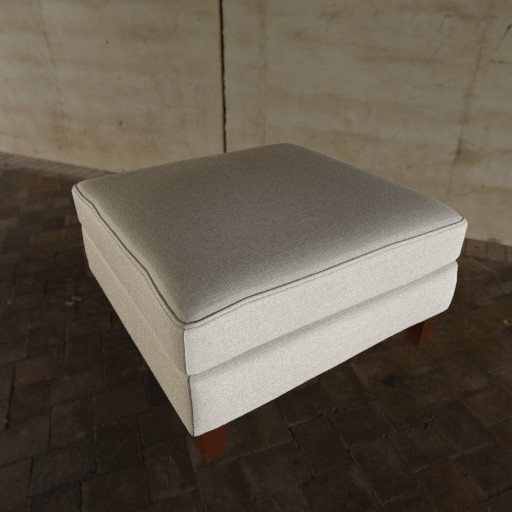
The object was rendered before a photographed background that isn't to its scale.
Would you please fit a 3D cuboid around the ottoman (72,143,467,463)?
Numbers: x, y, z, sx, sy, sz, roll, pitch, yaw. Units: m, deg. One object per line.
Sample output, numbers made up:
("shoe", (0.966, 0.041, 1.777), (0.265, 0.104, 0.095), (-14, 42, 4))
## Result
("ottoman", (0.000, 0.000, 1.339), (0.838, 0.478, 0.838), (-18, 35, -28))
